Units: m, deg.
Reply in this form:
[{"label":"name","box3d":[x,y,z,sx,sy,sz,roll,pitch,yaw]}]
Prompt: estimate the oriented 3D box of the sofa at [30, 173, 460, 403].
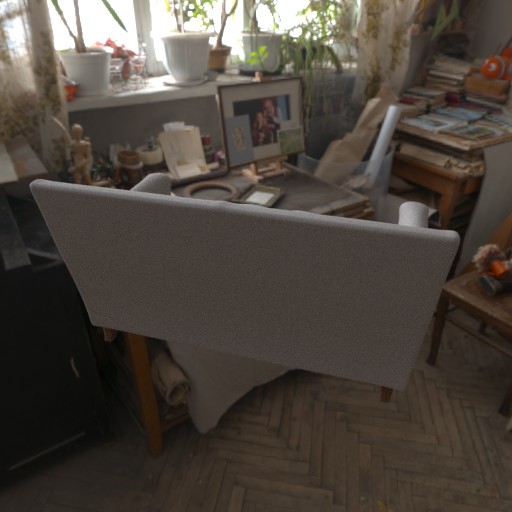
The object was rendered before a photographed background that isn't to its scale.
[{"label":"sofa","box3d":[0.000,0.000,2.027,1.482,0.890,0.888,9,32,14]}]
